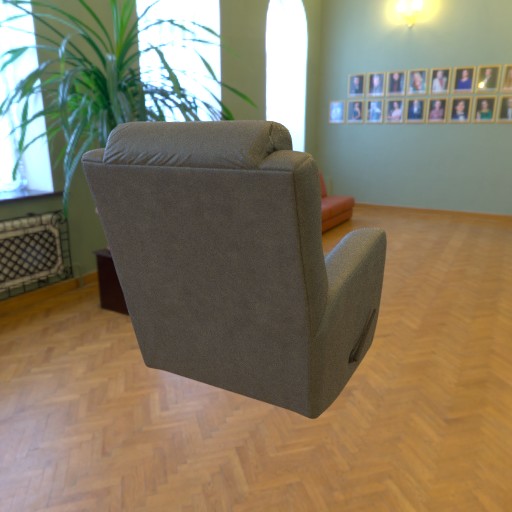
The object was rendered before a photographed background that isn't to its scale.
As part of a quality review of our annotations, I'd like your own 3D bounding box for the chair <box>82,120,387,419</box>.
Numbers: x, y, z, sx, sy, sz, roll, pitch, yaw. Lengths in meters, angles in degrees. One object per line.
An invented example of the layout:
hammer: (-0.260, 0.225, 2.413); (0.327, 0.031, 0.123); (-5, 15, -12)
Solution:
chair: (0.000, 0.000, 1.942); (0.967, 1.116, 1.068); (8, 18, 27)
